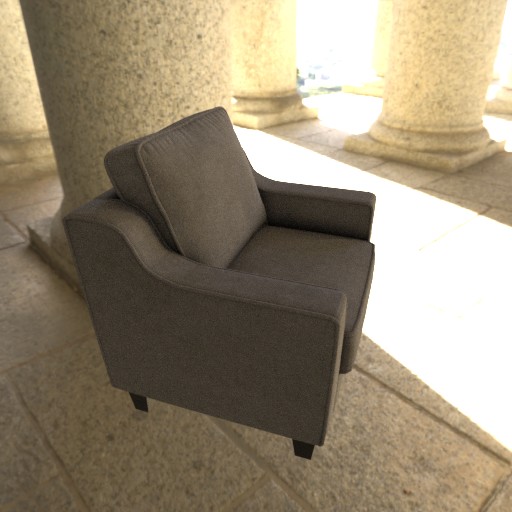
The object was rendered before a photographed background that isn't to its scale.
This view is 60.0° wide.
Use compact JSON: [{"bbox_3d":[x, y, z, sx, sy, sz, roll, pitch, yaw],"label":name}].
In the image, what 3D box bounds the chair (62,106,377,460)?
[{"bbox_3d":[0.000,0.000,1.634,0.840,0.944,0.926,9,30,17],"label":"chair"}]
